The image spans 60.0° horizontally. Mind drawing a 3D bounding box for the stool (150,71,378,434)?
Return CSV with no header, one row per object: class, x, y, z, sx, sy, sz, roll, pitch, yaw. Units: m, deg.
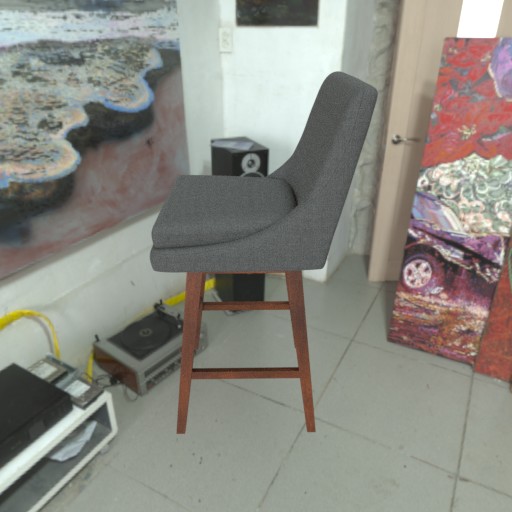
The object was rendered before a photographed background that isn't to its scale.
stool,0.000,0.000,1.297,0.524,0.977,0.447,0,27,-1
